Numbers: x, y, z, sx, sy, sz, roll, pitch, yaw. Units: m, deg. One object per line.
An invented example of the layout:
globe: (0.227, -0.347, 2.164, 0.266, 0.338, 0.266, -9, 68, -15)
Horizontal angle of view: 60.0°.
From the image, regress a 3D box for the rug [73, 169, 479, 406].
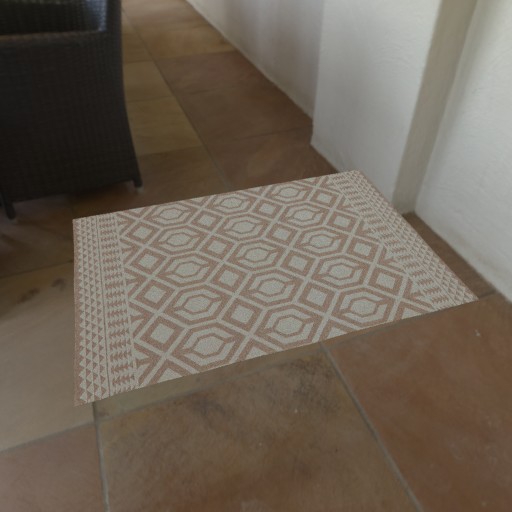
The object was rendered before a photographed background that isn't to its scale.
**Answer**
rug: (0.000, 0.000, 2.324, 1.829, 0.008, 1.219, -12, 44, -13)
